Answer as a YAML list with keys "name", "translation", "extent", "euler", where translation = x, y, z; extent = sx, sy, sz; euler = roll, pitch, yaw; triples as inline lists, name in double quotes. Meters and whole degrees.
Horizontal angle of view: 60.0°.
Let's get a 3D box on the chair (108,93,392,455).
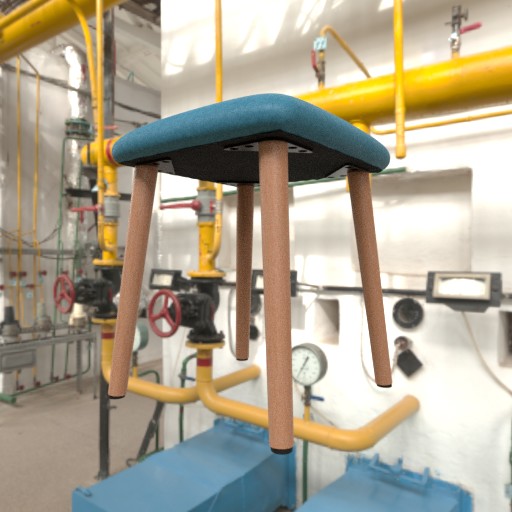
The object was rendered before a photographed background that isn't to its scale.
- name: "chair"
  translation: [0.000, 0.000, 0.737]
  extent: [0.360, 0.450, 0.360]
  euler: [0, 0, 37]
